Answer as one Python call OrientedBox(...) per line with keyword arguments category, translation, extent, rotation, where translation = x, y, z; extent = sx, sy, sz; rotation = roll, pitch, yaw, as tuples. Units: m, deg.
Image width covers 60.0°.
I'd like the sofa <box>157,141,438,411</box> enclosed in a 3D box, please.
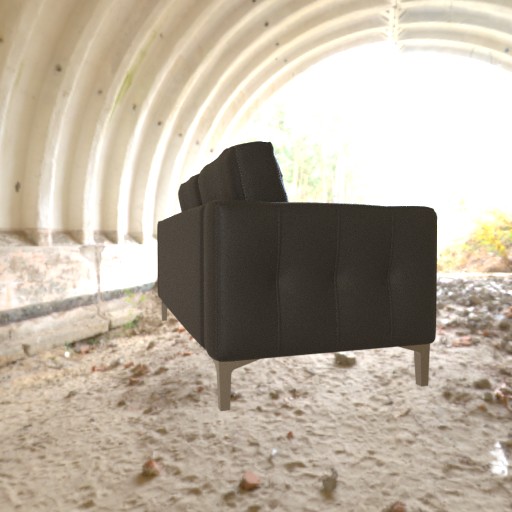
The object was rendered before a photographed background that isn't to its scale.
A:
OrientedBox(category="sofa", translation=(0.000, 0.000, 2.247), extent=(0.833, 0.893, 1.726), rotation=(-1, 2, -18))
